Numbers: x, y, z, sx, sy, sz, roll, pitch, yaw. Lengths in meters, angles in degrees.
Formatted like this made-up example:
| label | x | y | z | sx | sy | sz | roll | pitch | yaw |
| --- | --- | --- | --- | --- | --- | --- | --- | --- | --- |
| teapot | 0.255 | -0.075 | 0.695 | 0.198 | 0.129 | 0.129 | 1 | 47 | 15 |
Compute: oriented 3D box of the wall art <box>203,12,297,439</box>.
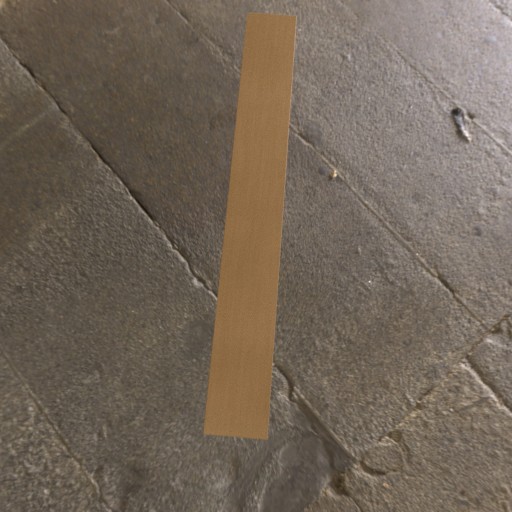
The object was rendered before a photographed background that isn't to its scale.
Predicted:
| label | x | y | z | sx | sy | sz | roll | pitch | yaw |
| --- | --- | --- | --- | --- | --- | --- | --- | --- | --- |
| wall art | 0.000 | 0.000 | 0.448 | 0.038 | 0.303 | 0.305 | 4 | 75 | 1 |
